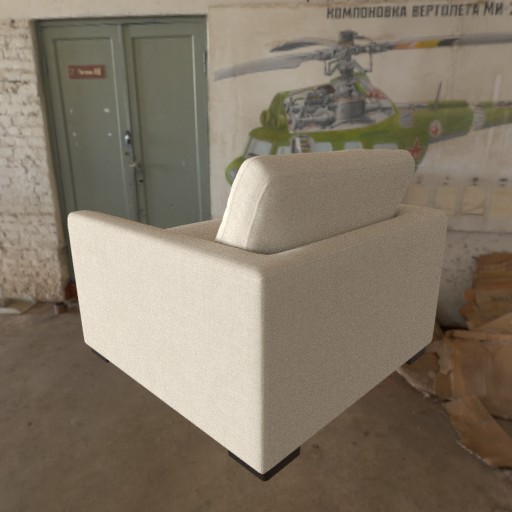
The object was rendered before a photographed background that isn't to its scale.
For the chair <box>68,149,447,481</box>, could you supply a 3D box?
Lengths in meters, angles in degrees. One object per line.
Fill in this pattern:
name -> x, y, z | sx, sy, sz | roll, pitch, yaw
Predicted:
chair -> 0.000, 0.000, 1.805 | 1.100, 0.876, 1.070 | 16, 24, 42
